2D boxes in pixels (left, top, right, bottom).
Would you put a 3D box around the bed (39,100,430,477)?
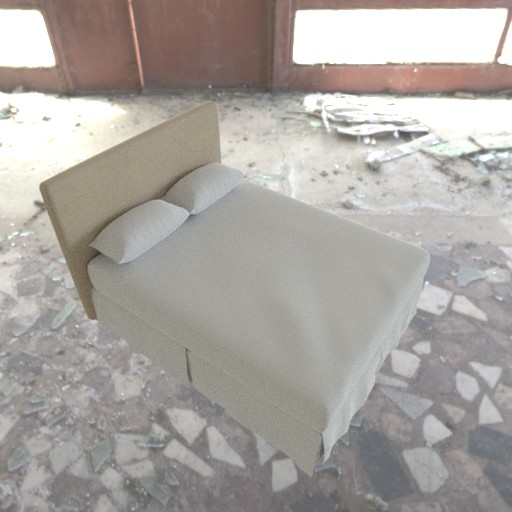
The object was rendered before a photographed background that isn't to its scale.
[{"bbox_3d":[0.000,0.000,3.204,2.142,1.330,1.723,25,47,26],"label":"bed"}]
